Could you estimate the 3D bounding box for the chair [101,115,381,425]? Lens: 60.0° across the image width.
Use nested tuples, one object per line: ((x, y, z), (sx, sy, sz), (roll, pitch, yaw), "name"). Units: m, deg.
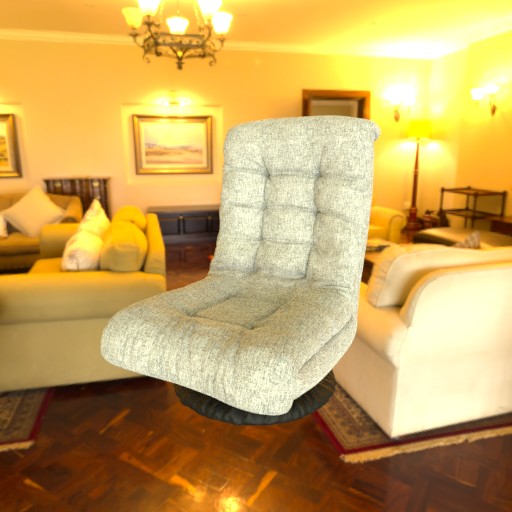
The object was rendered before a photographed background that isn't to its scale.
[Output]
((0.000, 0.000, 0.953), (0.400, 0.600, 0.583), (7, 15, 27), "chair")
